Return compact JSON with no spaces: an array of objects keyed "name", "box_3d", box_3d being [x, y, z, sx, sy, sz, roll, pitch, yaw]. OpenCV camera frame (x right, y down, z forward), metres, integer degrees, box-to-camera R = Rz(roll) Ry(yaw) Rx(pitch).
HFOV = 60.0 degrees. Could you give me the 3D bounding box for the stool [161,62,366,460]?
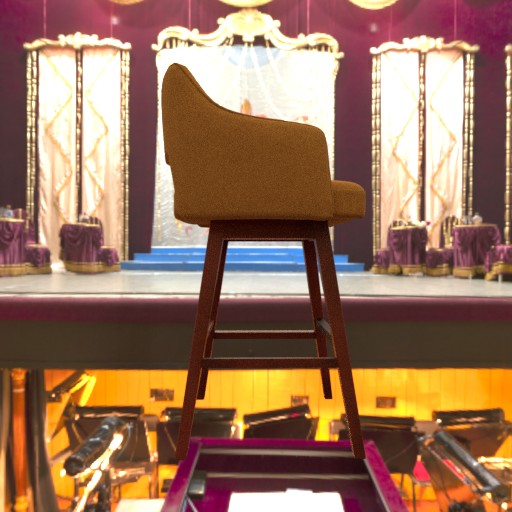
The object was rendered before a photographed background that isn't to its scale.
[{"name":"stool","box_3d":[0.000,0.000,1.335,0.558,1.012,0.548,0,1,-1]}]
